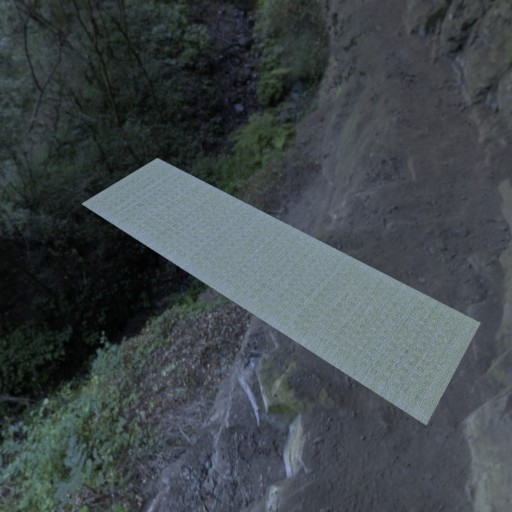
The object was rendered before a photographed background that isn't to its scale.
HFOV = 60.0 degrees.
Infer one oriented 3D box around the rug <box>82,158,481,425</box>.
[{"bbox_3d":[0.000,0.000,2.643,2.437,0.006,0.686,30,53,25],"label":"rug"}]
